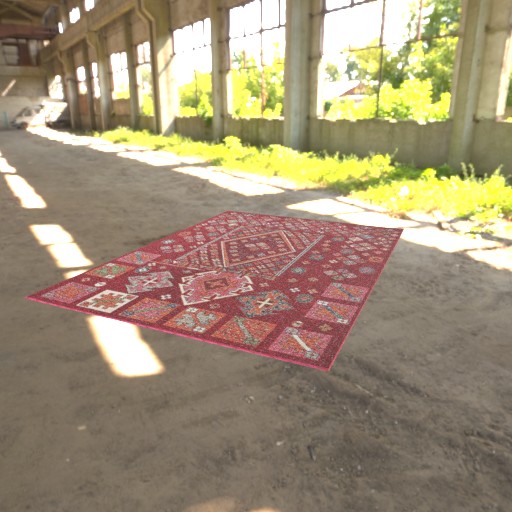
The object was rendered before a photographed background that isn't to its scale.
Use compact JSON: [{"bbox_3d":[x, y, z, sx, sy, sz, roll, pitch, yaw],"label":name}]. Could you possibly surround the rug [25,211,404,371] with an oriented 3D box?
[{"bbox_3d":[0.000,0.000,4.339,2.389,0.011,3.306,8,20,23],"label":"rug"}]
